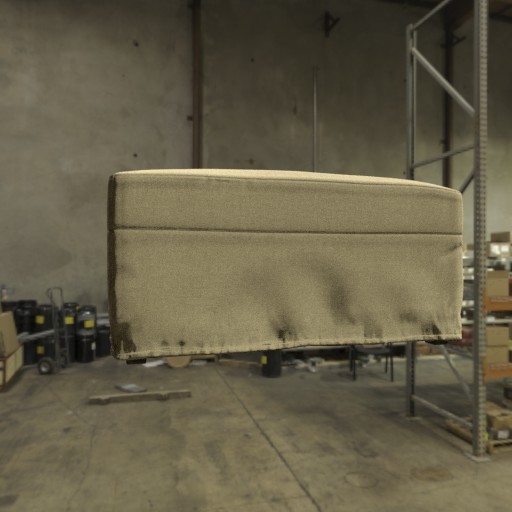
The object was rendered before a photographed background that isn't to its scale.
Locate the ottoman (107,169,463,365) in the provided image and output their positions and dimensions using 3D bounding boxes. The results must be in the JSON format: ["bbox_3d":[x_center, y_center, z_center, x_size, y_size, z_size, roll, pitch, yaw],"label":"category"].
[{"bbox_3d":[0.000,0.000,1.350,0.840,0.436,0.843,0,0,-16],"label":"ottoman"}]
